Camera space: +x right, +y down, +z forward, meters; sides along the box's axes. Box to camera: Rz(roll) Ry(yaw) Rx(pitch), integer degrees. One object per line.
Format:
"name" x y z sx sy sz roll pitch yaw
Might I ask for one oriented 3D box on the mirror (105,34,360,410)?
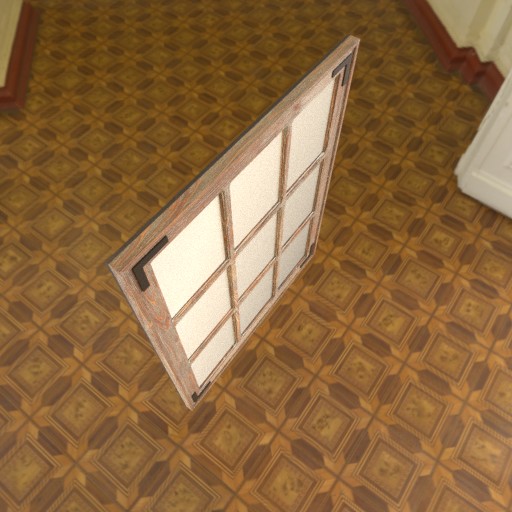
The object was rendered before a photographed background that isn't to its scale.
"mirror" 0.000 0.000 1.194 0.032 0.882 0.730 32 63 18
